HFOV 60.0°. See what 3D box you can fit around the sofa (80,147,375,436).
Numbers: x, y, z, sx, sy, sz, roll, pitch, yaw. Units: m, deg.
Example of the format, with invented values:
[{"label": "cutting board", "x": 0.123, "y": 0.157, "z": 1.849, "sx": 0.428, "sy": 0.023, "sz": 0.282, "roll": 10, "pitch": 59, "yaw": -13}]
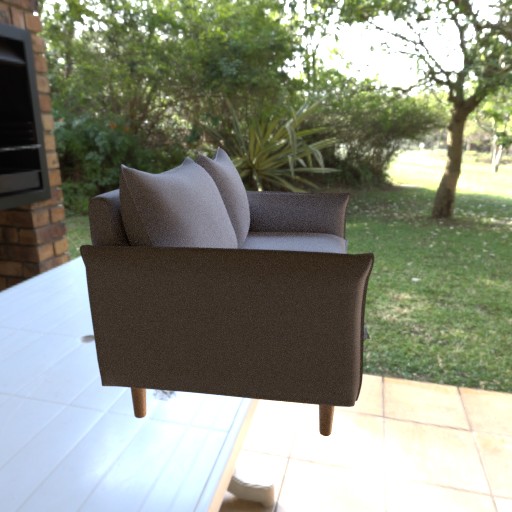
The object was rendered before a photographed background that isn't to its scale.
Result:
[{"label": "sofa", "x": 0.000, "y": 0.000, "z": 1.832, "sx": 0.820, "sy": 0.840, "sz": 1.300, "roll": 2, "pitch": 16, "yaw": 8}]
